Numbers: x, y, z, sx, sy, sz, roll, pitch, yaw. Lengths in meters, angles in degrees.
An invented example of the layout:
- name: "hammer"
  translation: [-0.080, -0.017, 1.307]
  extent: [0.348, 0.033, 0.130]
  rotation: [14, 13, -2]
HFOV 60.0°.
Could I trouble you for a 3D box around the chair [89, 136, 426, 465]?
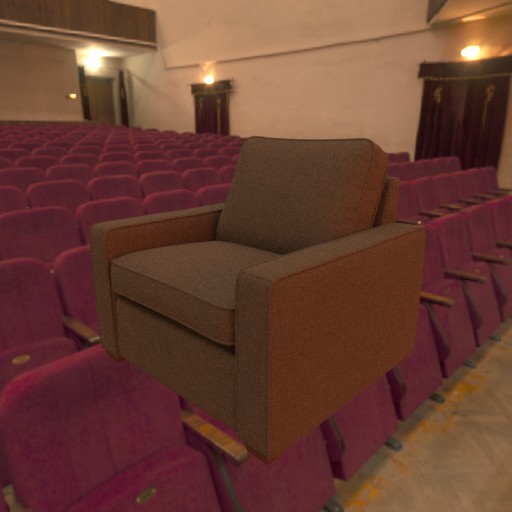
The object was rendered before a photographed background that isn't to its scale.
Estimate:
- name: "chair"
  translation: [0.000, 0.000, 1.781]
  extent: [1.017, 0.919, 0.940]
  rotation: [15, 22, 42]
